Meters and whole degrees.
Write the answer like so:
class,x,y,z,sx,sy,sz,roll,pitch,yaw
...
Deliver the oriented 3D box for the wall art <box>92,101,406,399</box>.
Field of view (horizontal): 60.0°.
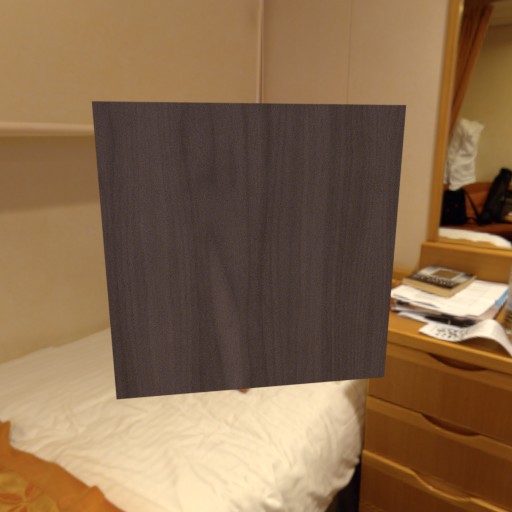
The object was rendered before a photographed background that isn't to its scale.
class,x,y,z,sx,sy,sz,roll,pitch,yaw
wall art,0.000,0.000,0.777,0.508,0.507,0.016,-2,15,-9
